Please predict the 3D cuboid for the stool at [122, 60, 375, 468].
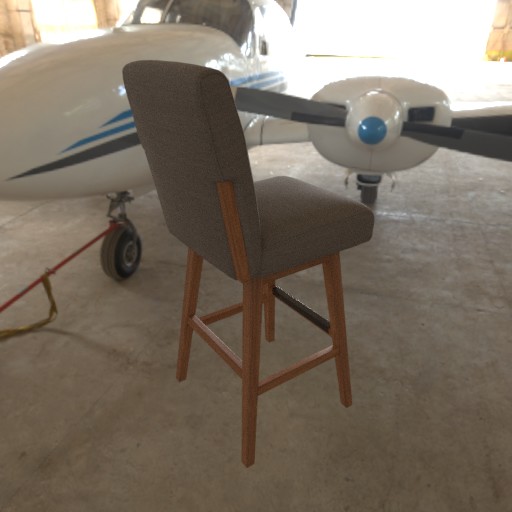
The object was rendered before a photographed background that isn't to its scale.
[{"bbox_3d":[0.000,0.000,1.364,0.570,1.112,0.483,-17,31,-31],"label":"stool"}]
